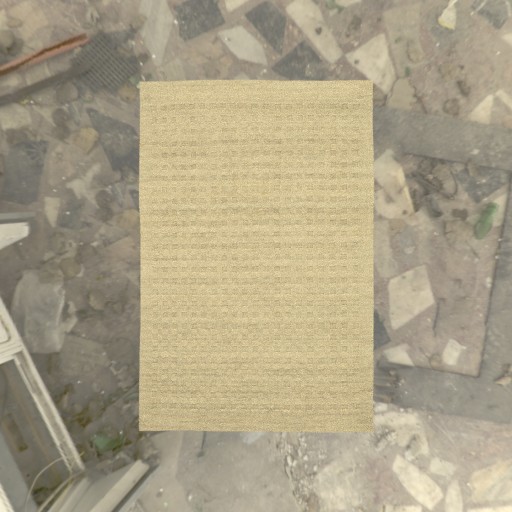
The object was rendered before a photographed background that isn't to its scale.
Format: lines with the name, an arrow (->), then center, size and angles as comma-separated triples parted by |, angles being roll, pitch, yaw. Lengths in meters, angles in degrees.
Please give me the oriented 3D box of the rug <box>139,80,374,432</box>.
rug -> 0.000, 0.000, 2.895 | 1.532, 0.018, 2.297 | 0, 90, 1
